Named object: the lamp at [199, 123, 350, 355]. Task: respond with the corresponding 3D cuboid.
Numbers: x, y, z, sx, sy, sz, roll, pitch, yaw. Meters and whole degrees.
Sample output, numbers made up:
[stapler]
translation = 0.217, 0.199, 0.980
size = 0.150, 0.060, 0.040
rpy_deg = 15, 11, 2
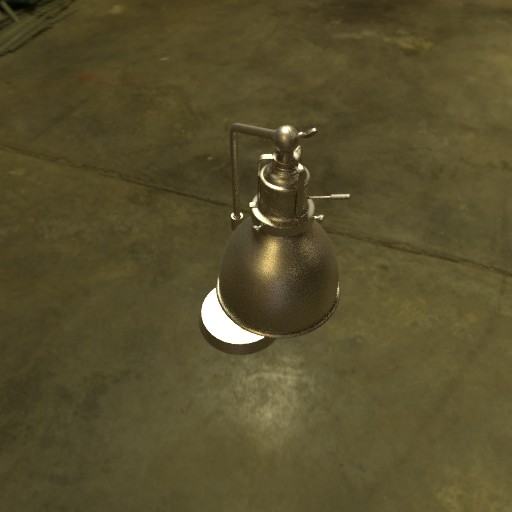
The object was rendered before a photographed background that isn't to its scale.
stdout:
[lamp]
translation = 0.000, 0.000, 0.589
size = 0.153, 0.456, 0.286
rpy_deg = -18, 49, -16
